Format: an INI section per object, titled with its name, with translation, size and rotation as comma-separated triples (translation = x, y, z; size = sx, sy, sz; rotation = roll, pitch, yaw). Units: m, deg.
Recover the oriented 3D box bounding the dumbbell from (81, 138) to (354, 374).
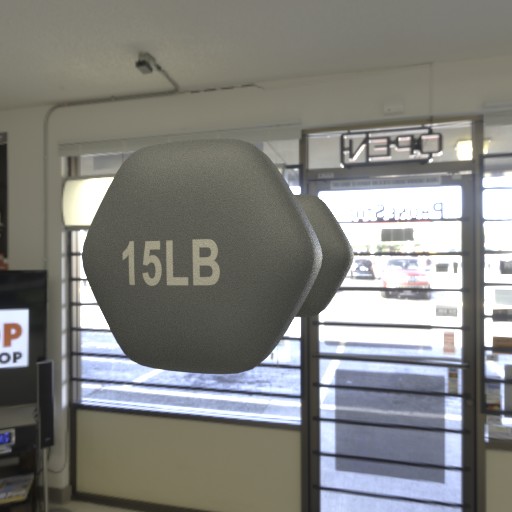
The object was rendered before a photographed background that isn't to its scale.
[dumbbell]
translation = 0.000, 0.000, 0.298
size = 0.116, 0.105, 0.240
rotation = 0, 0, 17
